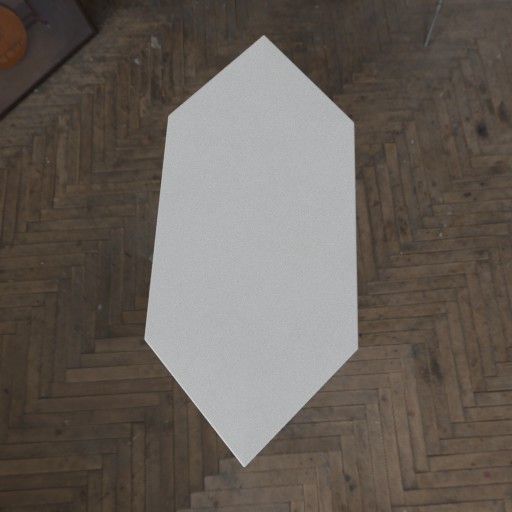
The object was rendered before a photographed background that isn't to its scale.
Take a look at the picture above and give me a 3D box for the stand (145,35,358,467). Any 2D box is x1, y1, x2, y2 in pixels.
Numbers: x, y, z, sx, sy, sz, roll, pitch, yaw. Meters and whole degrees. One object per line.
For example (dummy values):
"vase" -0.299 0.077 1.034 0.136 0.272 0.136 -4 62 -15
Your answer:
"stand" 0.000 0.000 1.350 0.477 0.614 1.072 2 75 1
